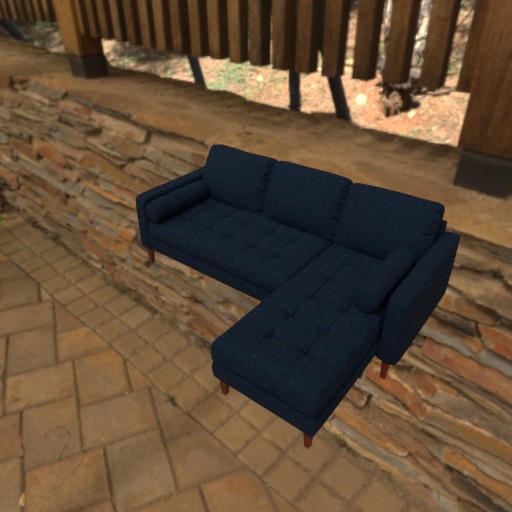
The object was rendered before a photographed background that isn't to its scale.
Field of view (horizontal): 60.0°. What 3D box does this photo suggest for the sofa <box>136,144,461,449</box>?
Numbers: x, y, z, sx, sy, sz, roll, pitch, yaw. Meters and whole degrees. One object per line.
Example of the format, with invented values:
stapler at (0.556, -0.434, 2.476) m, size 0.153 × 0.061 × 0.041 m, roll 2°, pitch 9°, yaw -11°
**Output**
sofa at (0.000, 0.000, 2.996) m, size 2.185 × 0.841 × 1.613 m, roll 23°, pitch 39°, yaw 31°
